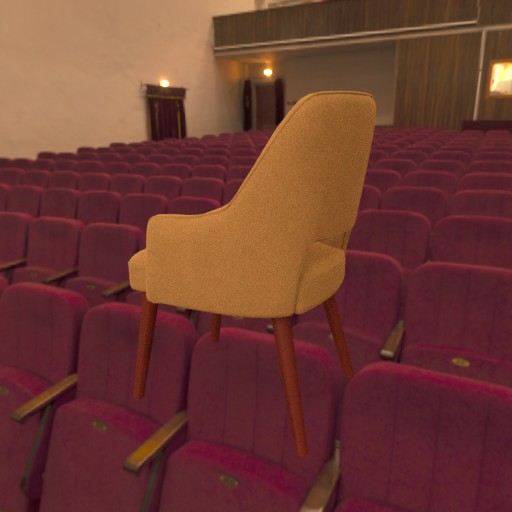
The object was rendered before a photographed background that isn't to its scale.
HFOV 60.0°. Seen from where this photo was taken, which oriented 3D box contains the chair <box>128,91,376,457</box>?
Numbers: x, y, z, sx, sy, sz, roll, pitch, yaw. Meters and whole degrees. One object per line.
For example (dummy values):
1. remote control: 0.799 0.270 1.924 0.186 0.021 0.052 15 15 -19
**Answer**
1. chair: 0.000 0.000 1.260 0.605 0.849 0.548 8 18 27
